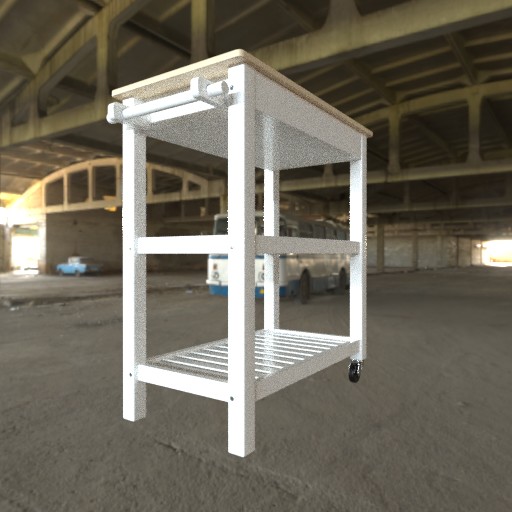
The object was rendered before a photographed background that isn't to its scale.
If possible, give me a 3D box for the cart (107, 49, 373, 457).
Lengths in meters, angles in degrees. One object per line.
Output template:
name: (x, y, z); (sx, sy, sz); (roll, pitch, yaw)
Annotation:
cart: (0.000, 0.000, 1.434); (0.457, 0.927, 0.899); (0, 0, 35)
